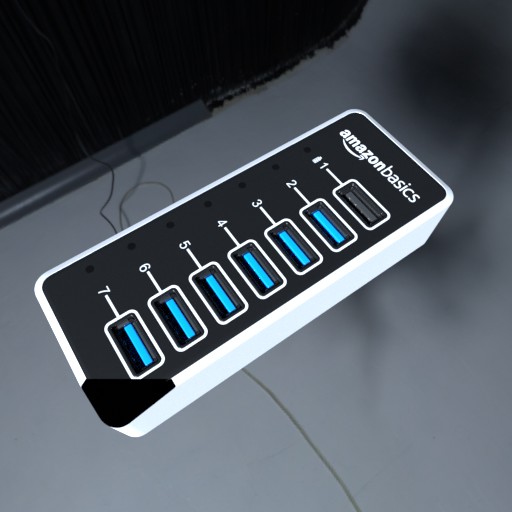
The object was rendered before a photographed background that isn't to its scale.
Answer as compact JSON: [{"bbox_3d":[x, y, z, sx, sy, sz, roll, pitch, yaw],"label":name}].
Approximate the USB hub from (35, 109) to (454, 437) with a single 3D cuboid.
[{"bbox_3d":[0.000,0.000,0.128,0.110,0.023,0.044,-31,66,-16],"label":"USB hub"}]
